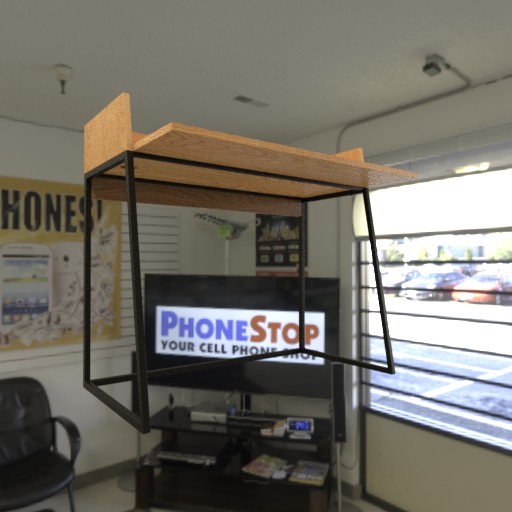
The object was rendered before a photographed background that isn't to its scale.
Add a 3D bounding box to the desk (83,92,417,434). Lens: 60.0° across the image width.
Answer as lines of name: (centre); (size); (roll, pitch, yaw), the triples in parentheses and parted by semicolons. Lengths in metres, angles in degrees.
desk: (0.000, 0.000, 1.855); (1.191, 1.061, 0.769); (1, -1, -37)
